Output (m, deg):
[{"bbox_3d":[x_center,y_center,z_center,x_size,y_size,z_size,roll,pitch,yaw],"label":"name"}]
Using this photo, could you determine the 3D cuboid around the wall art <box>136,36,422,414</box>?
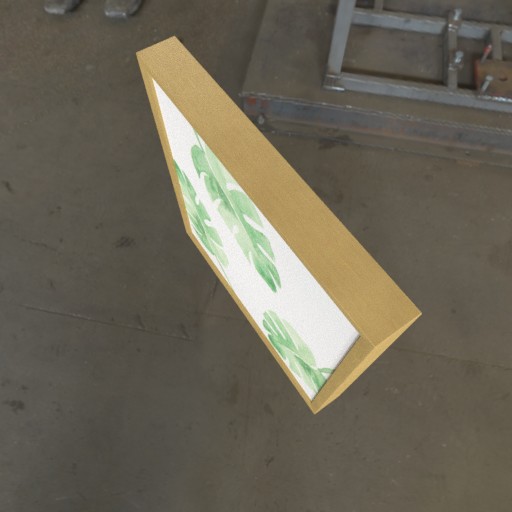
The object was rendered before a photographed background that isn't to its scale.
[{"bbox_3d":[0.000,0.000,0.458,0.038,0.305,0.305,-31,68,-15],"label":"wall art"}]
